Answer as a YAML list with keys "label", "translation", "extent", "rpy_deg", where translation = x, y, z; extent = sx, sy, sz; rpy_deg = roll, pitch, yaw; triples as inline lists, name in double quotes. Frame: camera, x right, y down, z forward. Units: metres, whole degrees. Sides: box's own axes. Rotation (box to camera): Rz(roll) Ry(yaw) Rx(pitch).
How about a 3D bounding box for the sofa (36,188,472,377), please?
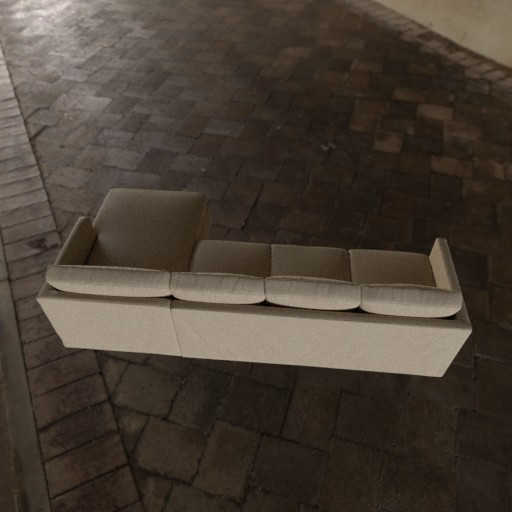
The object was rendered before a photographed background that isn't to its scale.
- label: "sofa"
  translation: [0.000, 0.000, 3.915]
  extent: [3.206, 0.871, 1.622]
  rpy_deg: [4, 48, 3]
